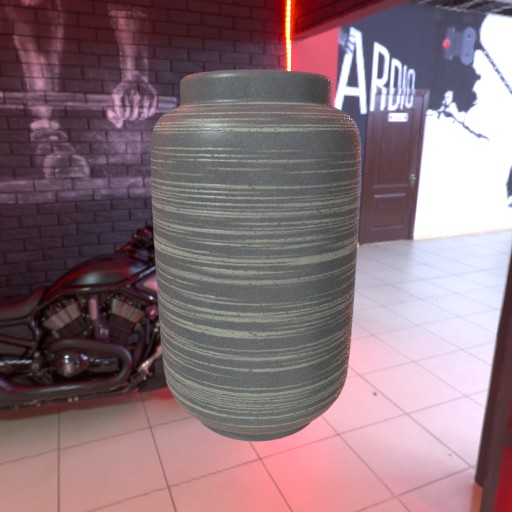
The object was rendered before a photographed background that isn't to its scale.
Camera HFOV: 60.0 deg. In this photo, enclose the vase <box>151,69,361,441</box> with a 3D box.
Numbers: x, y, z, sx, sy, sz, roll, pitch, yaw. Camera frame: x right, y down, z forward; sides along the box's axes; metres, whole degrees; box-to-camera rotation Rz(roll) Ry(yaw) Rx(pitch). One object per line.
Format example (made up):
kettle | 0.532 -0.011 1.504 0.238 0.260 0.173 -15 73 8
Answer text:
vase | 0.000 0.000 0.669 0.297 0.499 0.297 0 15 0
